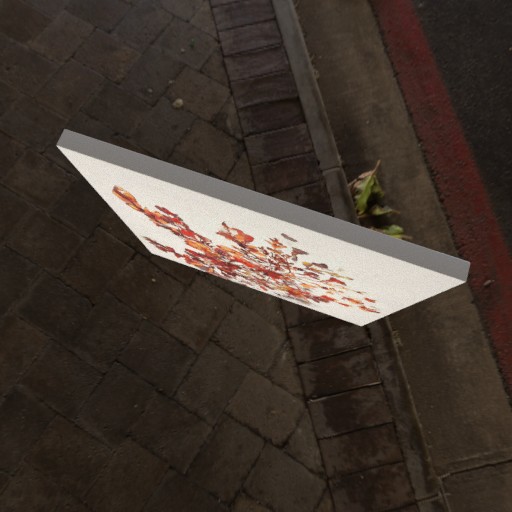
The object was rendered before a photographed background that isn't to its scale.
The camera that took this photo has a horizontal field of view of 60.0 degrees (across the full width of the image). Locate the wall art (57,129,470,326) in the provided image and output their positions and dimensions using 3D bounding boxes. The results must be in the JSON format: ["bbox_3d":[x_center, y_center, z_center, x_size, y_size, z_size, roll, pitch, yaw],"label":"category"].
[{"bbox_3d":[0.000,0.000,1.522,1.009,1.009,0.049,19,76,5],"label":"wall art"}]
